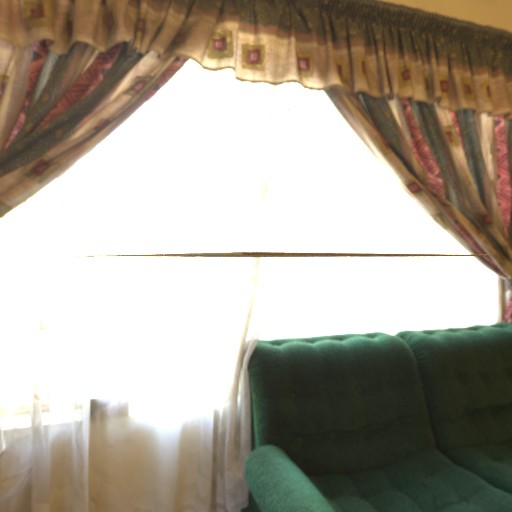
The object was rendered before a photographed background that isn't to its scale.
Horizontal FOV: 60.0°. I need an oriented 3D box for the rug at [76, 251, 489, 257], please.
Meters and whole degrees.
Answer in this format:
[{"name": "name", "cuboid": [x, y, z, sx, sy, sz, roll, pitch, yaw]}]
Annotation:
[{"name": "rug", "cuboid": [0.000, 0.000, 3.871, 2.288, 0.018, 2.895, 0, 0, -36]}]
